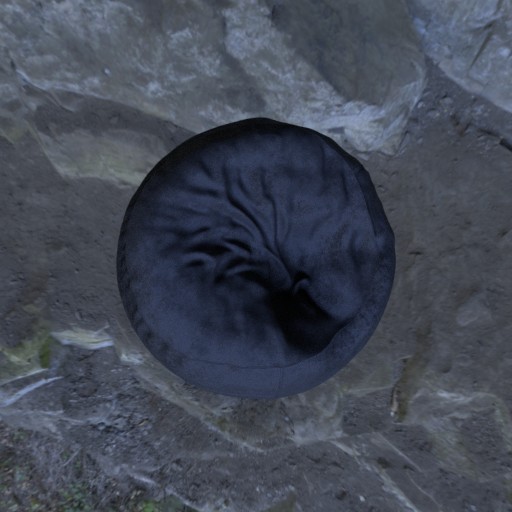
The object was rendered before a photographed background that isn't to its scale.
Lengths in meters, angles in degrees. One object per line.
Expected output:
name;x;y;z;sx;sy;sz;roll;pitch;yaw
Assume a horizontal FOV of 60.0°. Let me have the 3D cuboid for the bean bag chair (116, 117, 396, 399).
bean bag chair;0.000;0.000;2.438;1.525;0.751;1.525;0;76;0
